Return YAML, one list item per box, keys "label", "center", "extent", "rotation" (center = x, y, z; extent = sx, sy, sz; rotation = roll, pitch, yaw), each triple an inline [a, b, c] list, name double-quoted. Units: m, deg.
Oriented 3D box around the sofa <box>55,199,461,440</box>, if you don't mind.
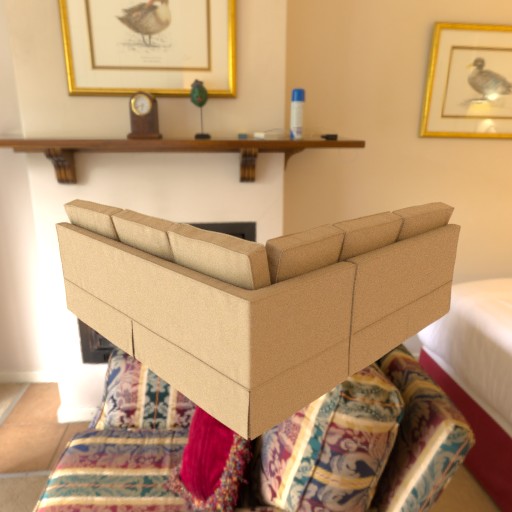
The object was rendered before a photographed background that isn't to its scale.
- label: "sofa"
  center: [0.000, 0.000, 4.244]
  extent: [2.730, 1.124, 2.733]
  rotation: [-15, 22, -42]
